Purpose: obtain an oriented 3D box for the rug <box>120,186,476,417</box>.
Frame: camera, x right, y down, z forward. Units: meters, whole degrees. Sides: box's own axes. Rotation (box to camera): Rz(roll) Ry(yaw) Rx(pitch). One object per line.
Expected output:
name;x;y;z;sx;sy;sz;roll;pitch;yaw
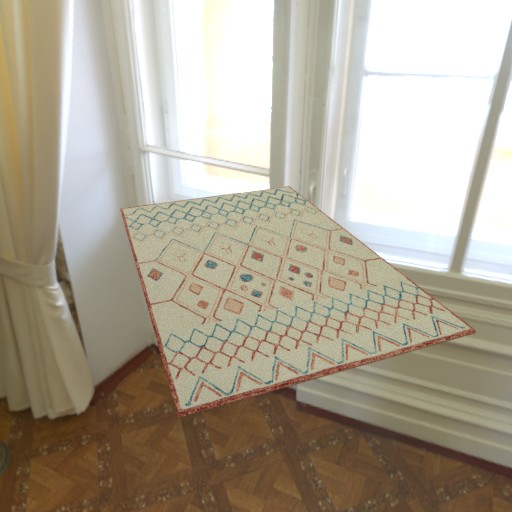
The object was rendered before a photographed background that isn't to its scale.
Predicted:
rug;0.000;0.000;2.353;1.219;0.016;1.829;-10;30;-18
